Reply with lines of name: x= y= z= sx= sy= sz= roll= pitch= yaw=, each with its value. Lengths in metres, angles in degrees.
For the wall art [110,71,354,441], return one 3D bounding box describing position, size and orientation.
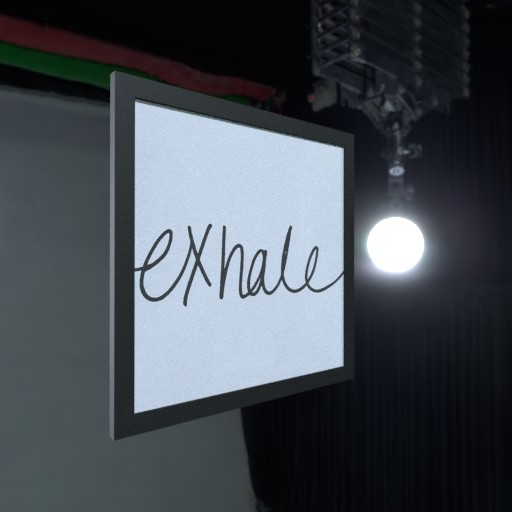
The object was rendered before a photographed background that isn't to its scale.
wall art: x=0.000 y=0.000 z=0.543 sx=0.358 sy=0.357 sz=0.012 roll=0 pitch=0 yaw=-38
